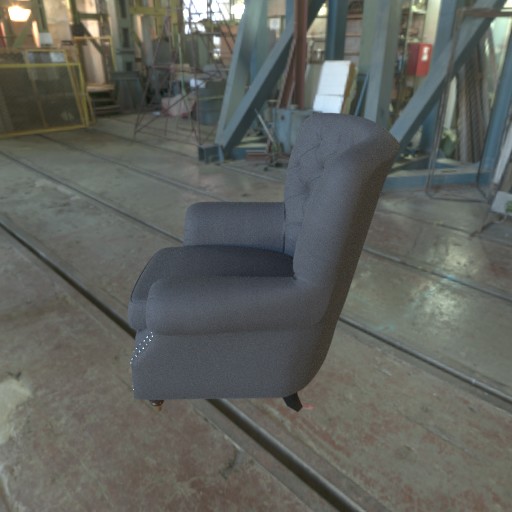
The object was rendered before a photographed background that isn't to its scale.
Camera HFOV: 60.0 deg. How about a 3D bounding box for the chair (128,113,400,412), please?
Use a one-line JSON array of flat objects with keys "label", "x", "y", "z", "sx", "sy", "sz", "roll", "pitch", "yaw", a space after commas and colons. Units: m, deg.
[{"label": "chair", "x": 0.000, "y": 0.000, "z": 1.806, "sx": 0.983, "sy": 1.046, "sz": 0.983, "roll": 0, "pitch": 25, "yaw": 1}]
